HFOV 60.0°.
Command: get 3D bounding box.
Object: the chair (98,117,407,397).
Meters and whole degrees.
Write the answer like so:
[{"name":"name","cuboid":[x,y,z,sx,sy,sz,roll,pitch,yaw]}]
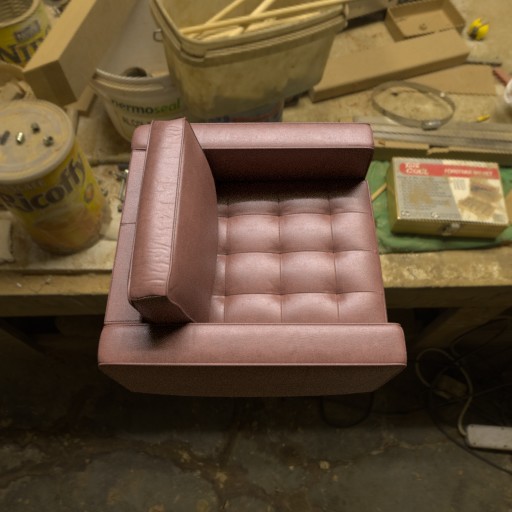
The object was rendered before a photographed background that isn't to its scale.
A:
[{"name":"chair","cuboid":[0.000,0.000,1.580,0.900,0.770,0.920,0,63,0]}]
